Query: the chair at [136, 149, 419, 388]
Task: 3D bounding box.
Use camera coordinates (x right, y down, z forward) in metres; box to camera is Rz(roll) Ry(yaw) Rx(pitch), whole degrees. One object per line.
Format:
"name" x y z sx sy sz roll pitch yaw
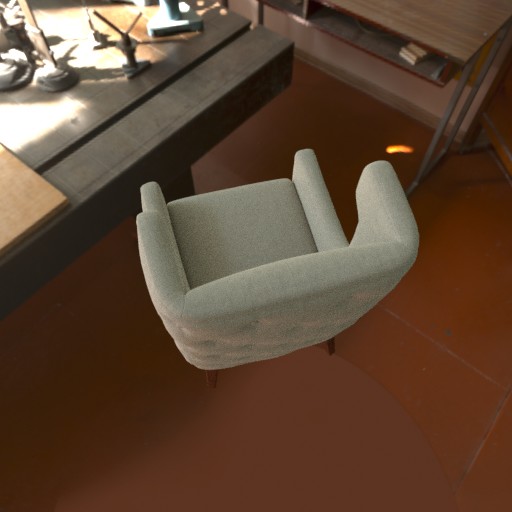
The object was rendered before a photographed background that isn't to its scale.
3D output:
"chair" 0.000 0.000 1.692 0.778 1.079 0.899 -13 59 -8
